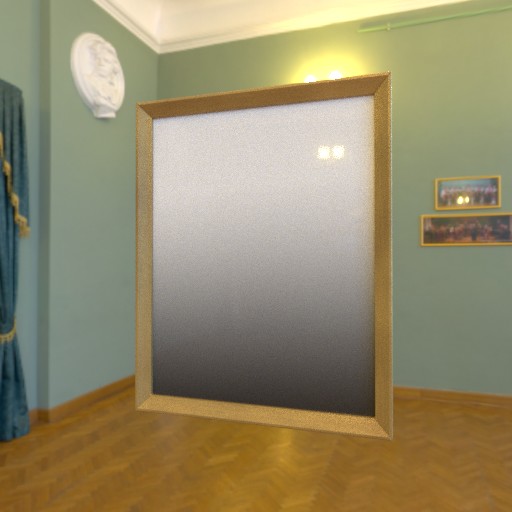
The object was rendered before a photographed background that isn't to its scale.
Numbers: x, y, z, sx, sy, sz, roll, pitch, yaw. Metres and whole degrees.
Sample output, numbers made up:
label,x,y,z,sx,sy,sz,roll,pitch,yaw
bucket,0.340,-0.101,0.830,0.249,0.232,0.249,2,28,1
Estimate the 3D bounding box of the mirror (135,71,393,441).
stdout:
label,x,y,z,sx,sy,sz,roll,pitch,yaw
mirror,0.000,0.000,0.690,0.406,0.509,0.041,0,-1,18
